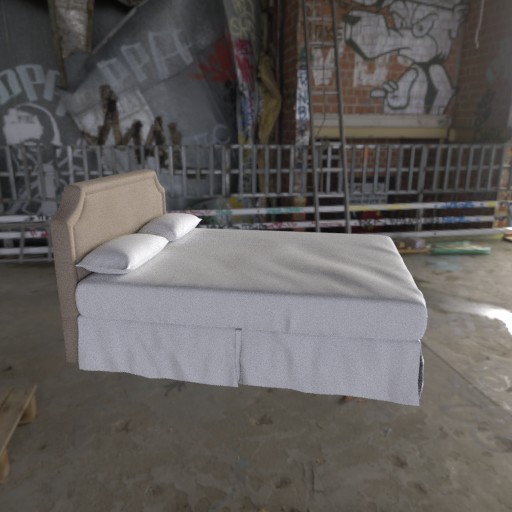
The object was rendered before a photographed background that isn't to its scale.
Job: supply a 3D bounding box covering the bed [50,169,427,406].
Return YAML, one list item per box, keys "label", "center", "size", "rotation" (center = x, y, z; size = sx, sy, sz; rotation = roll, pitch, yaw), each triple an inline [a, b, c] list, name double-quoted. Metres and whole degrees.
- label: "bed"
  center: [0.000, 0.000, 3.698]
  size: [2.498, 1.293, 1.977]
  rotation: [3, 16, 9]
